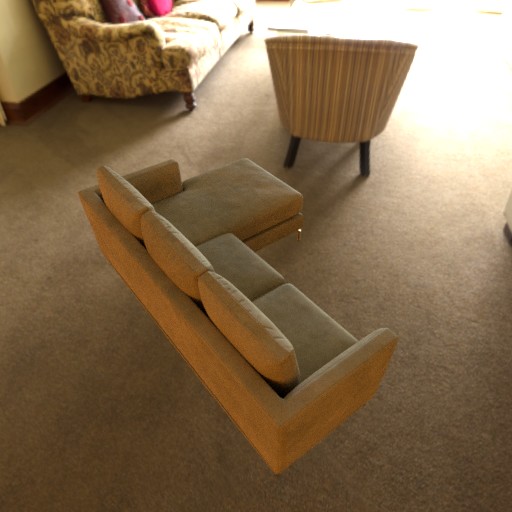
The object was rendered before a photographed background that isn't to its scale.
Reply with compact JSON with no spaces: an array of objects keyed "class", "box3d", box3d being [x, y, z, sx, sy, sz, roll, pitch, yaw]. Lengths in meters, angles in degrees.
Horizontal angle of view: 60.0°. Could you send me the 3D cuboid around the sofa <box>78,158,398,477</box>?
[{"class":"sofa","box3d":[0.000,0.000,3.238,1.622,0.987,2.438,-27,48,-27]}]
